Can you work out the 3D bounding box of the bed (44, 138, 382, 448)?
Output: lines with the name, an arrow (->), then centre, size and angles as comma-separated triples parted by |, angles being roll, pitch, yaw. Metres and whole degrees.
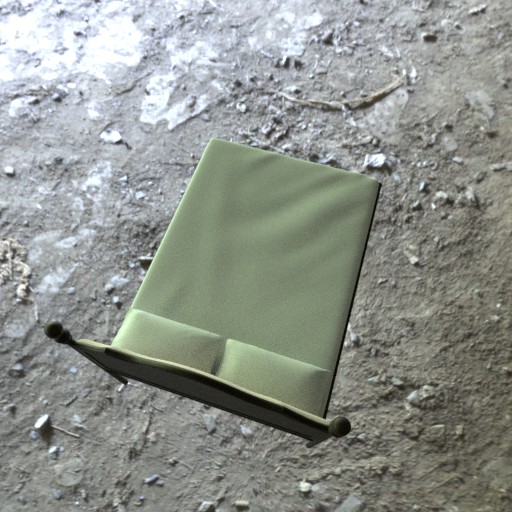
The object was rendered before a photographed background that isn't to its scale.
bed -> 0.000, 0.000, 3.302 | 1.642, 1.499, 2.224 | 16, 65, 8
